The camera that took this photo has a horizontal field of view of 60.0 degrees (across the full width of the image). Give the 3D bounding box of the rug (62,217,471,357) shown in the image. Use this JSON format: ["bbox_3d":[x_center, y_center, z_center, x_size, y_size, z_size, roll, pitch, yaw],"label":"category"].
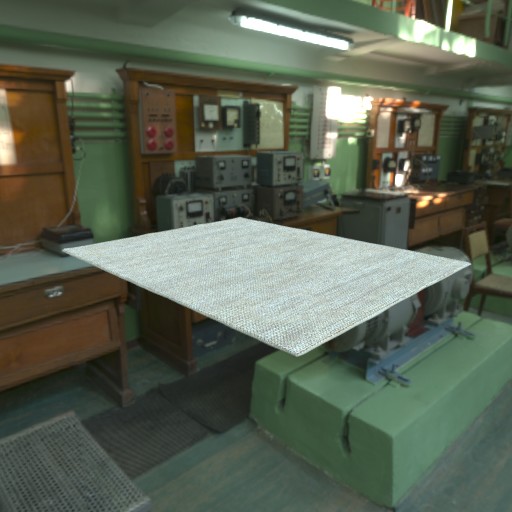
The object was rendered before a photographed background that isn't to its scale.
[{"bbox_3d":[0.000,0.000,4.193,2.429,0.030,3.052,-15,22,-43],"label":"rug"}]
